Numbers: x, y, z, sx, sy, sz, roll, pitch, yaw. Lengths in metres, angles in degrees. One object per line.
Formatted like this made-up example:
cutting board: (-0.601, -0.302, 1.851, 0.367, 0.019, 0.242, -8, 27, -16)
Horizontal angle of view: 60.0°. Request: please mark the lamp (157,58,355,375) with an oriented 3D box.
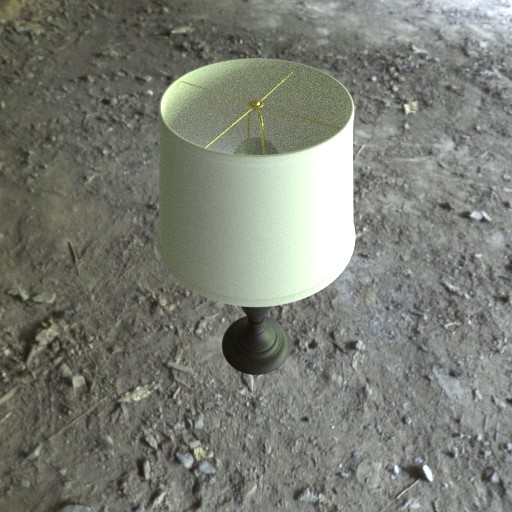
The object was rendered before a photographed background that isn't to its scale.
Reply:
lamp: (0.000, 0.000, 0.812, 0.335, 0.611, 0.335, 0, 48, 0)
